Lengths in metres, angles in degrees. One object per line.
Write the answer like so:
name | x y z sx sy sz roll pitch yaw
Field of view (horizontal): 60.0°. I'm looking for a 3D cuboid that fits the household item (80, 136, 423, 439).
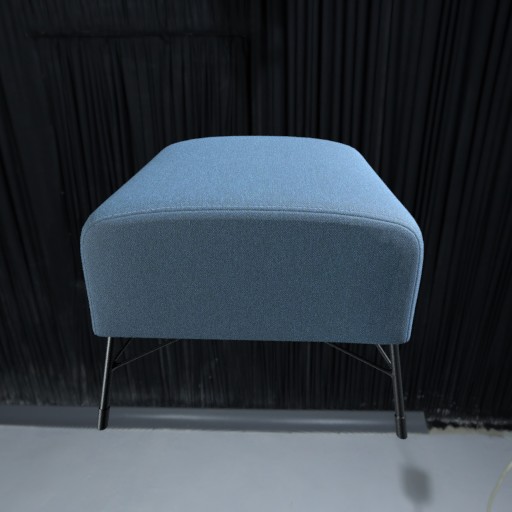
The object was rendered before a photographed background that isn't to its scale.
household item | 0.000 0.000 0.900 0.530 0.420 0.530 1 25 2
